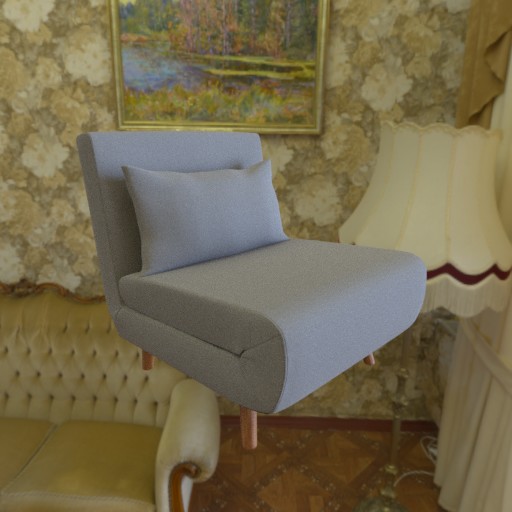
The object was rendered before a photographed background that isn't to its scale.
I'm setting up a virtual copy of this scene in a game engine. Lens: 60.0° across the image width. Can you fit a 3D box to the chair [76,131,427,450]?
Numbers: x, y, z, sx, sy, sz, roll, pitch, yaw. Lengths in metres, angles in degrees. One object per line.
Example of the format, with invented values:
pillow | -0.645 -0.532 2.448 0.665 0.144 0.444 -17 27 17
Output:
chair | 0.000 0.000 1.478 0.902 0.808 0.770 14 21 42
